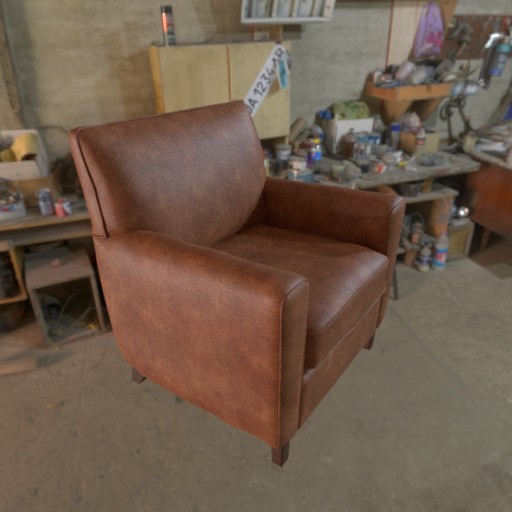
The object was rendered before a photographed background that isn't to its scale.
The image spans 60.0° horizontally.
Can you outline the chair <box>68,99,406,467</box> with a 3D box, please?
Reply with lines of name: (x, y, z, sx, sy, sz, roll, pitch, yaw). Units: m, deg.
chair: (0.000, 0.000, 1.594, 0.823, 0.943, 0.870, 18, 31, 31)
